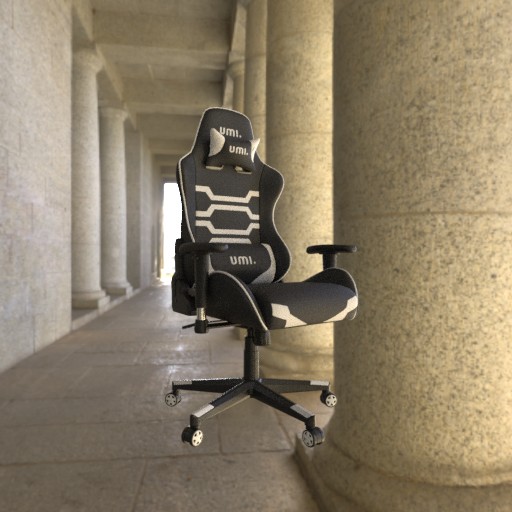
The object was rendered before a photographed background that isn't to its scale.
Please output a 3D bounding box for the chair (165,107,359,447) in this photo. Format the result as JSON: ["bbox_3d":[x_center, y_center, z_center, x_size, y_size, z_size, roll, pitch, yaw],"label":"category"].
[{"bbox_3d":[0.000,0.000,1.706,0.700,1.240,0.700,0,0,-36],"label":"chair"}]
